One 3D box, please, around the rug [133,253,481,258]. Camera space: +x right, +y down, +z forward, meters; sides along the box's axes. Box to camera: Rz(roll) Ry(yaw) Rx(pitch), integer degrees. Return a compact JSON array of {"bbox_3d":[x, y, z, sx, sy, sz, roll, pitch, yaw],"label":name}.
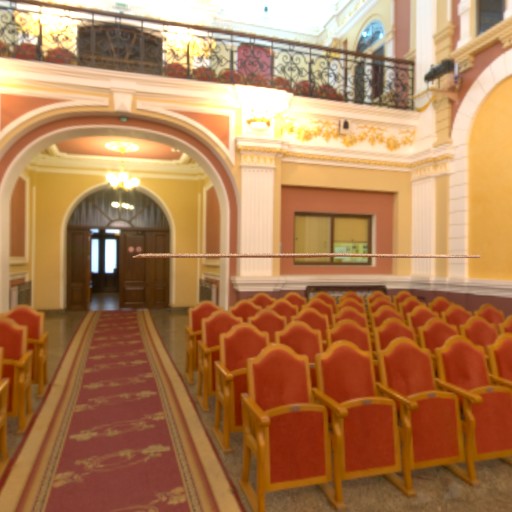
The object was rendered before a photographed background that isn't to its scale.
[{"bbox_3d":[0.000,0.000,3.018,1.574,0.029,2.346,0,0,-17],"label":"rug"}]
